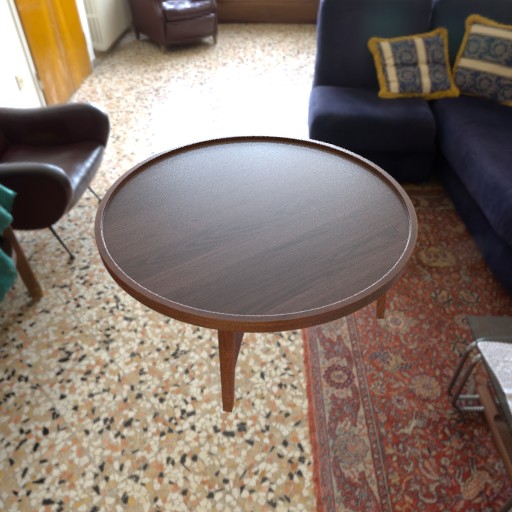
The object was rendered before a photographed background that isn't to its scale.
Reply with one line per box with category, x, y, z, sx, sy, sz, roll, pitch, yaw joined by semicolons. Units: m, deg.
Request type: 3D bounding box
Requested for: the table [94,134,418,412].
table;0.000;0.000;1.254;0.800;0.360;0.800;0;41;0
